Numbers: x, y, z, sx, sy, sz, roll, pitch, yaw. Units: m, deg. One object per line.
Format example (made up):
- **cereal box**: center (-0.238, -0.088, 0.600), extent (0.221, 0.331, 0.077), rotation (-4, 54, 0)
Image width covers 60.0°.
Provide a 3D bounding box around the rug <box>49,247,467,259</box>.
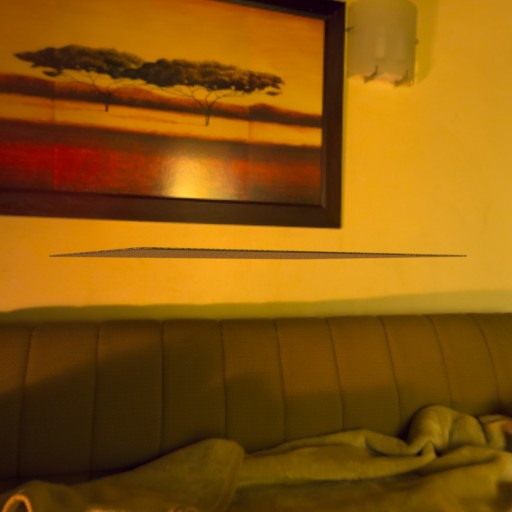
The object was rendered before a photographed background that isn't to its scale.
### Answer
- **rug**: center (0.000, 0.000, 4.229), extent (3.207, 0.014, 2.439), rotation (1, -2, -36)
